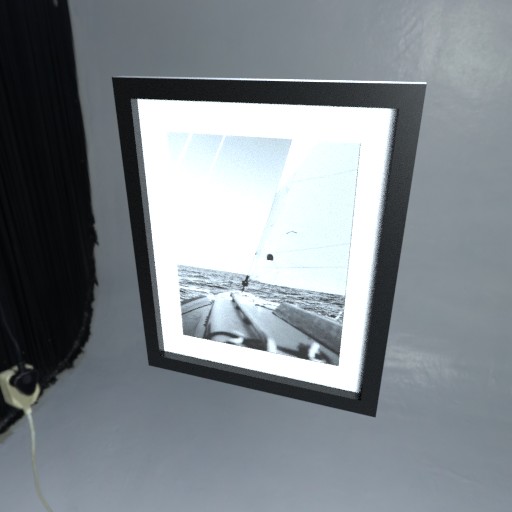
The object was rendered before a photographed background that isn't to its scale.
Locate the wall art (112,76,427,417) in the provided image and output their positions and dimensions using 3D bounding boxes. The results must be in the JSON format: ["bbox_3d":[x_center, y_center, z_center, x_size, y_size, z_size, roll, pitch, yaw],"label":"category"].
[{"bbox_3d":[0.000,0.000,0.753,0.461,0.558,0.031,8,26,16],"label":"wall art"}]
